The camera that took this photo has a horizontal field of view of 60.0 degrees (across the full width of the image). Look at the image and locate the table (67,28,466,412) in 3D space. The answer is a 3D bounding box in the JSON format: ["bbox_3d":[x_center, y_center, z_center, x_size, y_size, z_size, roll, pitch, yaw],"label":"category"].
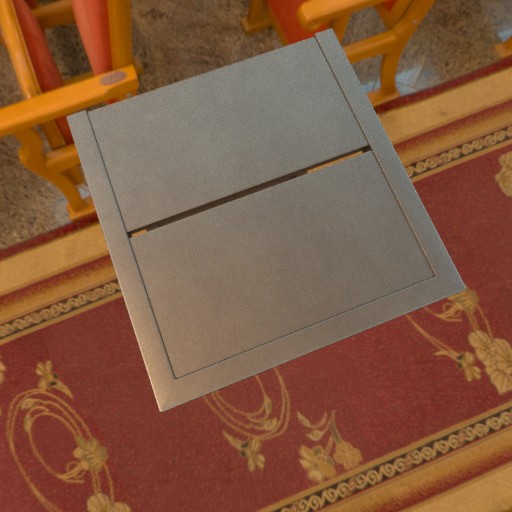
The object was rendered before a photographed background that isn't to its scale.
[{"bbox_3d":[0.000,0.000,0.880,0.405,0.609,0.420,-21,76,-5],"label":"table"}]
